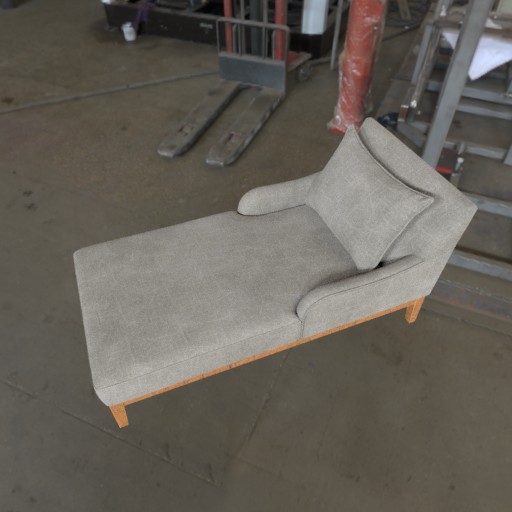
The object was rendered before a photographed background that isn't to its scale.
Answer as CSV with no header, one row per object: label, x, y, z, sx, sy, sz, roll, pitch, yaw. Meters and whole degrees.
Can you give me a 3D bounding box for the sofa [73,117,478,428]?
sofa,0.000,0.000,2.290,1.779,0.859,0.894,-16,48,-15
